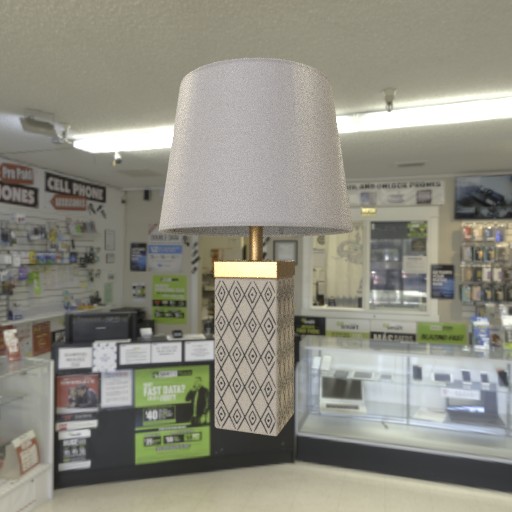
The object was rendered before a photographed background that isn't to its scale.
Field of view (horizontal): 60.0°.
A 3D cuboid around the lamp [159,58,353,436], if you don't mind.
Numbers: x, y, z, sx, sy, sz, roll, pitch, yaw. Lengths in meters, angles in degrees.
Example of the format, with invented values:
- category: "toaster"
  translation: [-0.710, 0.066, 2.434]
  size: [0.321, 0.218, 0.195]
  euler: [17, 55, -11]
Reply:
- category: "lamp"
  translation: [0.000, 0.000, 0.586]
  size: [0.251, 0.435, 0.251]
  euler: [0, 0, 0]
